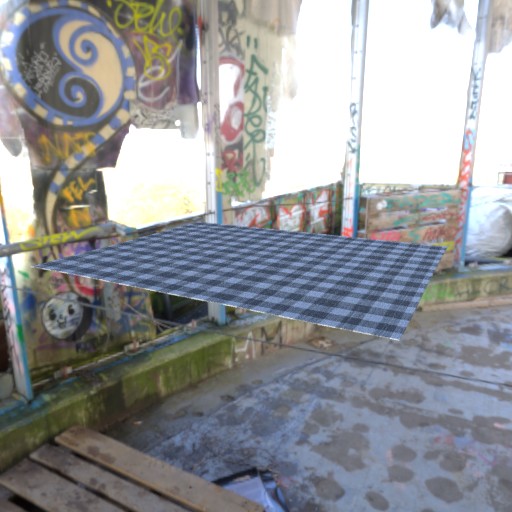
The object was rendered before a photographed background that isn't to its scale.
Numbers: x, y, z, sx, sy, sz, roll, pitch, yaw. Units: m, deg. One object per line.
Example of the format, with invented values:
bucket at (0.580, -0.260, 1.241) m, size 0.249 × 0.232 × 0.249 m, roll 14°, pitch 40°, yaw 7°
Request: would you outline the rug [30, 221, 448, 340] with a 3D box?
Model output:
rug at (0.000, 0.000, 4.058) m, size 3.021 × 0.013 × 2.432 m, roll 8°, pitch 16°, yaw 27°
